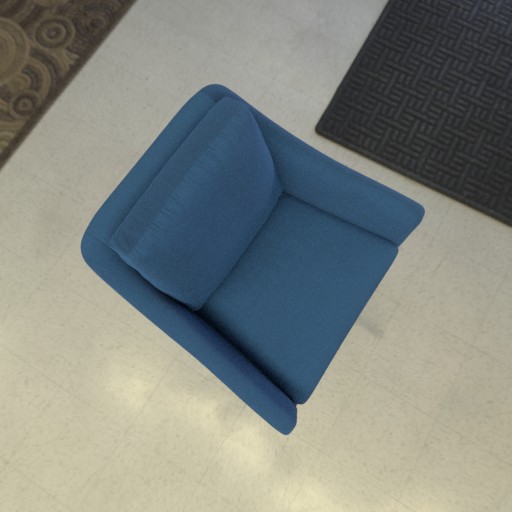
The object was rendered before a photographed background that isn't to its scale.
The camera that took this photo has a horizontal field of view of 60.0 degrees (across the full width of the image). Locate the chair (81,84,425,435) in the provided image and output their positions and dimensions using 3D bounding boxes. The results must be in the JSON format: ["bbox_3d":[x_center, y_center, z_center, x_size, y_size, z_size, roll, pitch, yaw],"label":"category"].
[{"bbox_3d":[0.000,0.000,1.787,0.961,0.899,0.987,33,78,8],"label":"chair"}]
